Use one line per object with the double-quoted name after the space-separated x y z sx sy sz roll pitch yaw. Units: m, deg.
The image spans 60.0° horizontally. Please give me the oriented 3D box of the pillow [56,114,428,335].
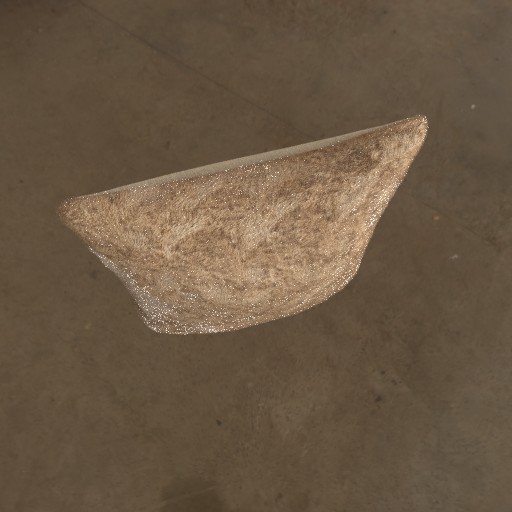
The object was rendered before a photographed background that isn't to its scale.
0.000 0.000 0.822 0.538 0.525 0.216 -14 65 -7 "pillow"
